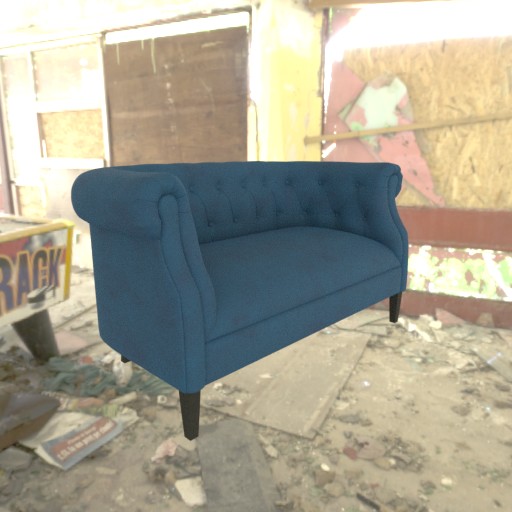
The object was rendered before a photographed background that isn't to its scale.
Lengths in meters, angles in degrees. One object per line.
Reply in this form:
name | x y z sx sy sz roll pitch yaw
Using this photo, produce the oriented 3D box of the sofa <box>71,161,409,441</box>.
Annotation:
sofa | 0.000 0.000 2.027 0.835 0.827 1.558 13 19 43
